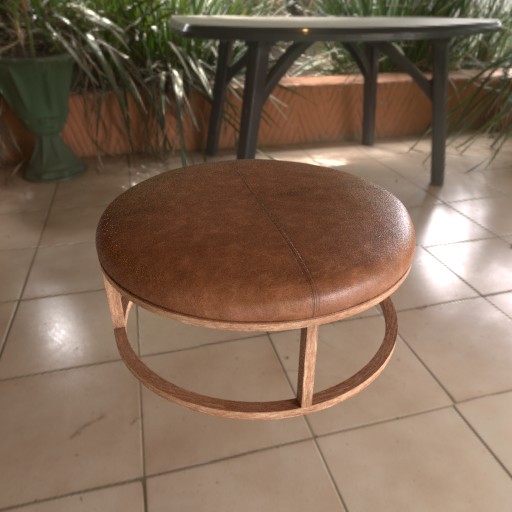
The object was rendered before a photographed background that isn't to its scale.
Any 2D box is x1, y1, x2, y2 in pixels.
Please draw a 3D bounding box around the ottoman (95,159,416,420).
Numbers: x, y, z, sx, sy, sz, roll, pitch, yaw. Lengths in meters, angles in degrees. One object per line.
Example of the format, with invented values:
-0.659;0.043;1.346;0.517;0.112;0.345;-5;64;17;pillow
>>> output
0.000;0.000;1.514;1.006;0.445;1.006;0;30;0;ottoman
